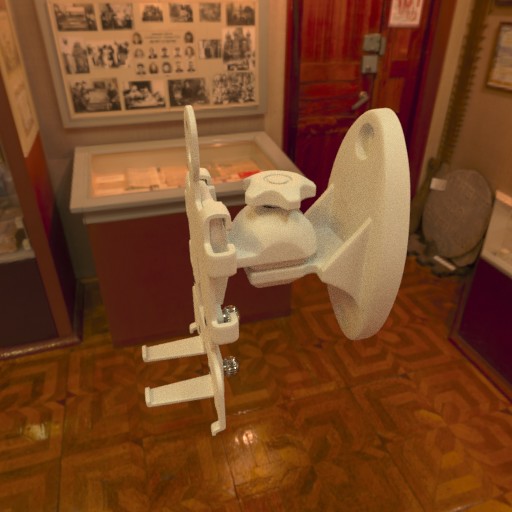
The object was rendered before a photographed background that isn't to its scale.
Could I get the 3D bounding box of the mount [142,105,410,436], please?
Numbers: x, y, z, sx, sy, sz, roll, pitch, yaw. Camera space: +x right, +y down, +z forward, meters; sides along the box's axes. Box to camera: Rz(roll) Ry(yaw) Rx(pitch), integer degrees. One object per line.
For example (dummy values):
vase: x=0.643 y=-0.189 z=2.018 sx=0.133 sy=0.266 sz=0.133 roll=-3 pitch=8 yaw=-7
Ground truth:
mount: x=0.000 y=0.000 z=0.176 sx=0.100 sy=0.118 sz=0.066 roll=-8 pitch=32 yaw=-13
